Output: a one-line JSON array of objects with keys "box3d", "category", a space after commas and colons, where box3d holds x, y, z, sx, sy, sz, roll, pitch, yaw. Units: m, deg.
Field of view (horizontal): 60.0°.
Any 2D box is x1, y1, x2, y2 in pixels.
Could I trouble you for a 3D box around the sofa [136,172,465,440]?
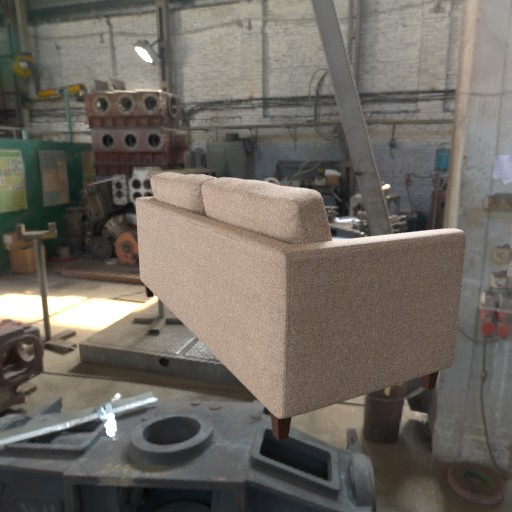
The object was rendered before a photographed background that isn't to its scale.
[{"box3d": [0.000, 0.000, 2.678, 0.951, 0.965, 2.208, -7, 14, -27], "category": "sofa"}]
